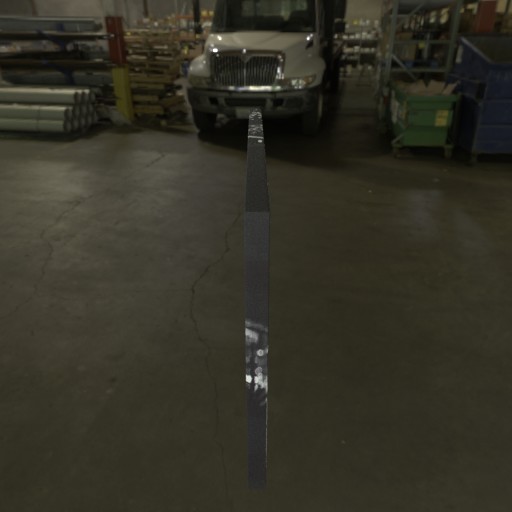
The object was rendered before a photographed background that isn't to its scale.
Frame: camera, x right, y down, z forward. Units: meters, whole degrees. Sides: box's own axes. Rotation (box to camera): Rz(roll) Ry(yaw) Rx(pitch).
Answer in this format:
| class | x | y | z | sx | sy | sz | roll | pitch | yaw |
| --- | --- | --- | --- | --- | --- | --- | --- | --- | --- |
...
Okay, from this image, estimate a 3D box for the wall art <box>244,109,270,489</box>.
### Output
| class | x | y | z | sx | sy | sz | roll | pitch | yaw |
| --- | --- | --- | --- | --- | --- | --- | --- | --- | --- |
| wall art | 0.000 | 0.000 | 1.177 | 0.038 | 0.609 | 0.914 | 0 | 27 | 0 |
